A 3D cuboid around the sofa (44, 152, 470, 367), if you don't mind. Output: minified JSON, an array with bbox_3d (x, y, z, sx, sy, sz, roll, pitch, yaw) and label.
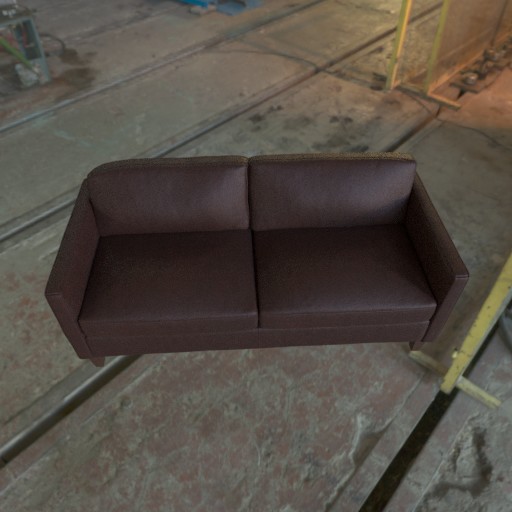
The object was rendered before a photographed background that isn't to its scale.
[{"bbox_3d":[0.000,0.000,2.475,1.971,0.863,0.923,-2,46,-2],"label":"sofa"}]
